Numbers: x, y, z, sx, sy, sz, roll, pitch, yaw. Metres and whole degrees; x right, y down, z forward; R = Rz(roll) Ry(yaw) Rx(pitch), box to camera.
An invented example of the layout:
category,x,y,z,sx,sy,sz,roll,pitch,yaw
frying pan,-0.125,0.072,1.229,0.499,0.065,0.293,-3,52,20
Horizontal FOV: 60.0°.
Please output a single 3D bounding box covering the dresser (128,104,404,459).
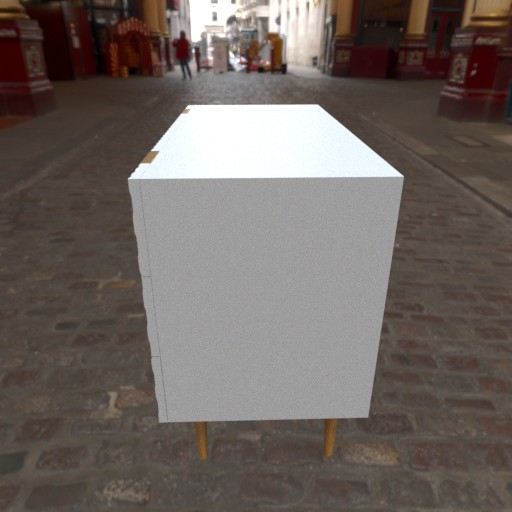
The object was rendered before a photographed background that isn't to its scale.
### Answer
category,x,y,z,sx,sy,sz,roll,pitch,yaw
dresser,0.000,0.000,1.282,0.457,0.721,0.905,-1,26,-2
